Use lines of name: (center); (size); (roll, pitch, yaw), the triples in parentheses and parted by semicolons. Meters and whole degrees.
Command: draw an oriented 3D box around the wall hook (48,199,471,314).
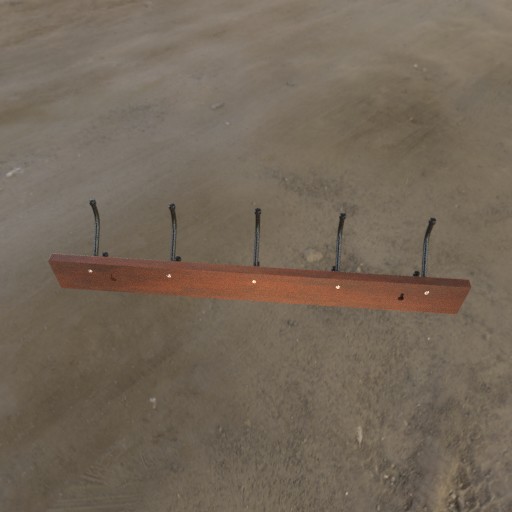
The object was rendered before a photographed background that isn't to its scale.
wall hook: (0.000, 0.000, 0.621); (0.571, 0.117, 0.071); (4, 47, 3)
